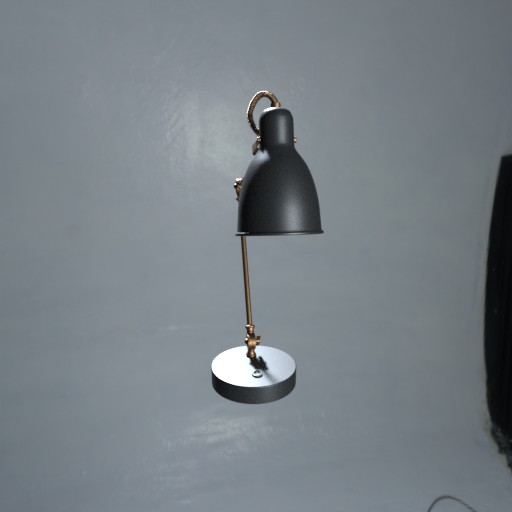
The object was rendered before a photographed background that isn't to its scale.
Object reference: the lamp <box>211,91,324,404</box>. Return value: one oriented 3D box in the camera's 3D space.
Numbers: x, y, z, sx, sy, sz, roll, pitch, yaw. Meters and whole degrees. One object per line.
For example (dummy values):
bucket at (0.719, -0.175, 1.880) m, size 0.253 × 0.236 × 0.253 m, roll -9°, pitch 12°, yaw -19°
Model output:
lamp at (0.000, 0.000, 0.882) m, size 0.187 × 0.587 × 0.561 m, roll -2°, pitch 15°, yaw -9°
